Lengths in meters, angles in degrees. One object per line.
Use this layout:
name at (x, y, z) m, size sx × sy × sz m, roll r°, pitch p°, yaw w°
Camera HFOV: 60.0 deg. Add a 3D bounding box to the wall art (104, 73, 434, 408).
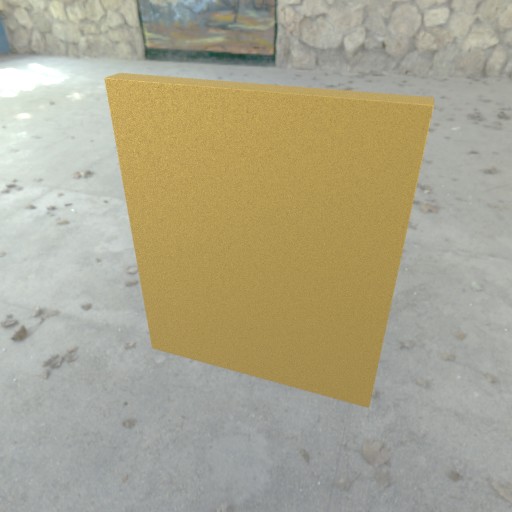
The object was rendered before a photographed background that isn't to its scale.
wall art at (0.000, 0.000, 0.879) m, size 0.537 × 0.642 × 0.048 m, roll 11°, pitch 35°, yaw 16°
